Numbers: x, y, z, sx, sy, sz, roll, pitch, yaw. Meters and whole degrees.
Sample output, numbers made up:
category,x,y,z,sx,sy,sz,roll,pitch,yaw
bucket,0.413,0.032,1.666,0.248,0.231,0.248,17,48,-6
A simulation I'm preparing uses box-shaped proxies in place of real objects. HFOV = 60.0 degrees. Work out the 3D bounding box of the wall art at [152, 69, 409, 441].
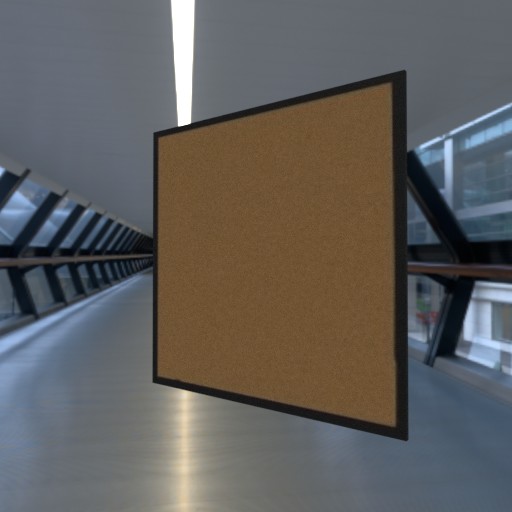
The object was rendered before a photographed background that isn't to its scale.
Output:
category,x,y,z,sx,sy,sz,roll,pitch,yaw
wall art,0.000,0.000,1.226,0.823,0.823,0.013,-1,-1,35
